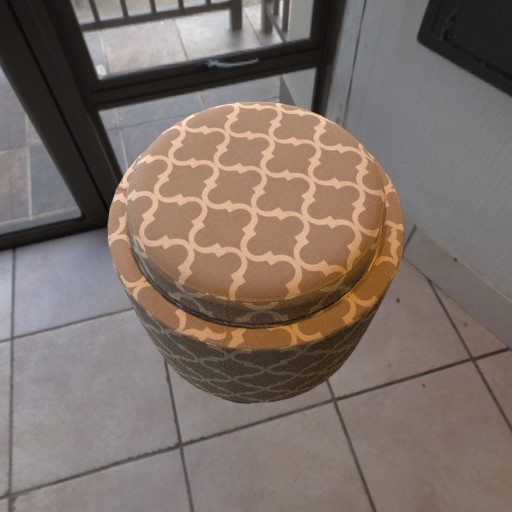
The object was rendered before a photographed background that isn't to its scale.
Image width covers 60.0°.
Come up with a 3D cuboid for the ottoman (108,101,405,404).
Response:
[{"bbox_3d":[0.000,0.000,0.834,0.480,0.429,0.480,0,59,0],"label":"ottoman"}]
